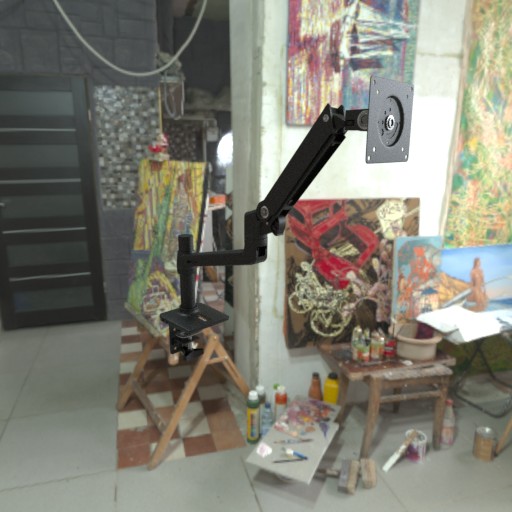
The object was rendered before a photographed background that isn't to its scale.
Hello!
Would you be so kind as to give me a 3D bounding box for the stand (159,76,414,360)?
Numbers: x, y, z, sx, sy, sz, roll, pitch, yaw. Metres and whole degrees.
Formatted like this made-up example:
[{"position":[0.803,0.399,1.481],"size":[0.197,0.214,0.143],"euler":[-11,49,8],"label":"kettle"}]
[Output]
[{"position":[0.000,0.000,1.043],"size":[0.650,0.713,0.152],"euler":[13,19,43],"label":"stand"}]
